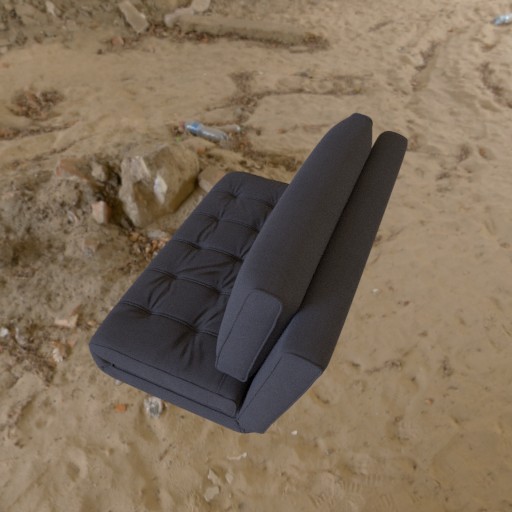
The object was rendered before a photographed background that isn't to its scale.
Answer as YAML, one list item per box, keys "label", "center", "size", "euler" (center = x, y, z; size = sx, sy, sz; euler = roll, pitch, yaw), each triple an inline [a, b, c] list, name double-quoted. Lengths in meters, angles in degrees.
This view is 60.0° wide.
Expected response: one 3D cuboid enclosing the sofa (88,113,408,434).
- label: "sofa"
  center: [0.000, 0.000, 1.867]
  size: [0.910, 0.910, 1.220]
  euler: [17, 48, 16]
